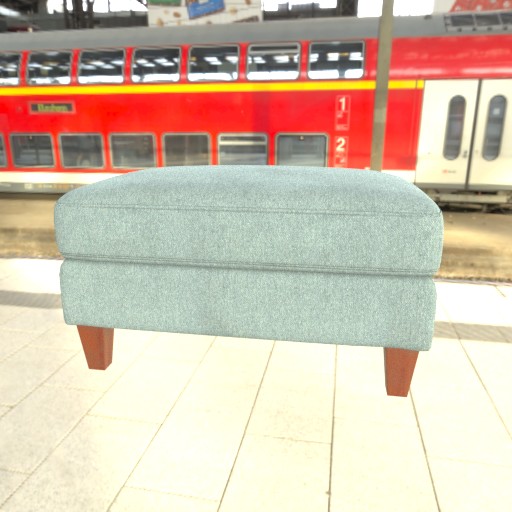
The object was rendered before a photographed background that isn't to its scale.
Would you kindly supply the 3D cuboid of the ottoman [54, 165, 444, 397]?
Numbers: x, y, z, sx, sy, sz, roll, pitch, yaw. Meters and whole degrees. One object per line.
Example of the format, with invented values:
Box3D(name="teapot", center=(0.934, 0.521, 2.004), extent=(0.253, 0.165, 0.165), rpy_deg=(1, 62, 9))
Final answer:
Box3D(name="ottoman", center=(0.000, 0.000, 1.229), extent=(0.864, 0.483, 0.584), rpy_deg=(3, 16, 9))
